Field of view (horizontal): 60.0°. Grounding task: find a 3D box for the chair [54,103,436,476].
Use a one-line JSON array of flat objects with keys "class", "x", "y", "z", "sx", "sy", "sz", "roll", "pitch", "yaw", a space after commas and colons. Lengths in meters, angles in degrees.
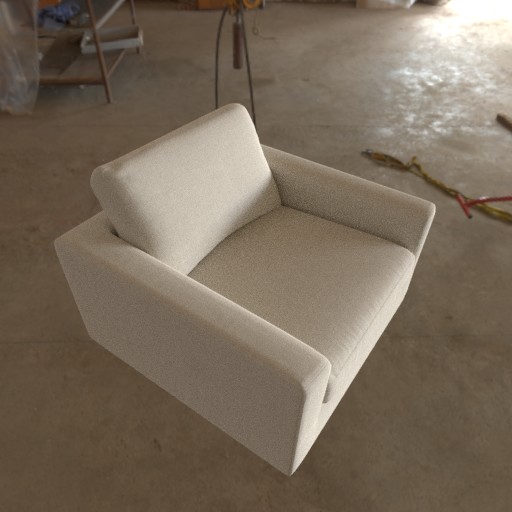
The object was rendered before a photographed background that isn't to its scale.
[{"class": "chair", "x": 0.000, "y": 0.000, "z": 1.834, "sx": 1.100, "sy": 0.876, "sz": 1.070, "roll": 25, "pitch": 47, "yaw": 26}]
